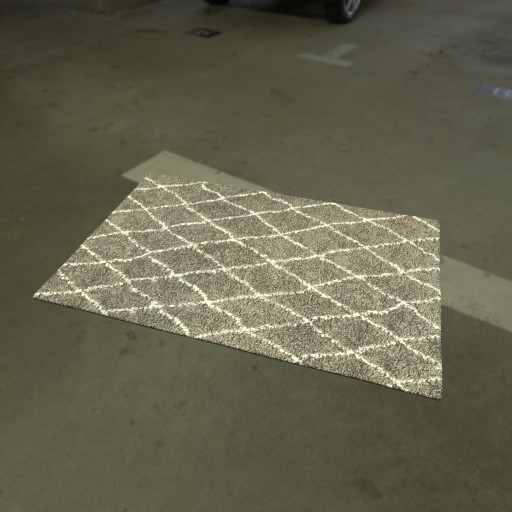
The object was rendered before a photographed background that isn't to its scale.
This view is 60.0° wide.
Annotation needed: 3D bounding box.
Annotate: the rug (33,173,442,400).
[{"bbox_3d":[0.000,0.000,3.449,2.743,0.030,1.778,11,42,13],"label":"rug"}]
